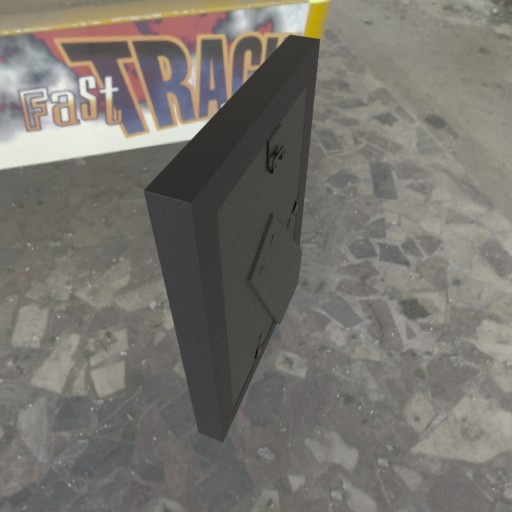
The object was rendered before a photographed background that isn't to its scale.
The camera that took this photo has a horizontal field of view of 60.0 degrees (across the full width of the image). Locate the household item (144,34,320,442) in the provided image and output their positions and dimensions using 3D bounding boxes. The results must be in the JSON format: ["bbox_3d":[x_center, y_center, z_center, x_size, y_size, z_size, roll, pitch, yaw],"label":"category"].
[{"bbox_3d":[0.000,0.000,0.236,0.022,0.178,0.133,16,48,15],"label":"household item"}]
